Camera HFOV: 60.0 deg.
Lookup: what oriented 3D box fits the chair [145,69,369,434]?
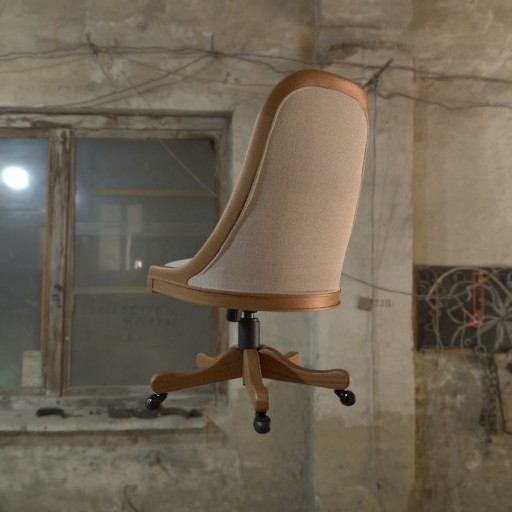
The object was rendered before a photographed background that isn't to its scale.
[{"bbox_3d":[0.000,0.000,1.553,0.702,1.009,0.811,2,-3,-37],"label":"chair"}]
